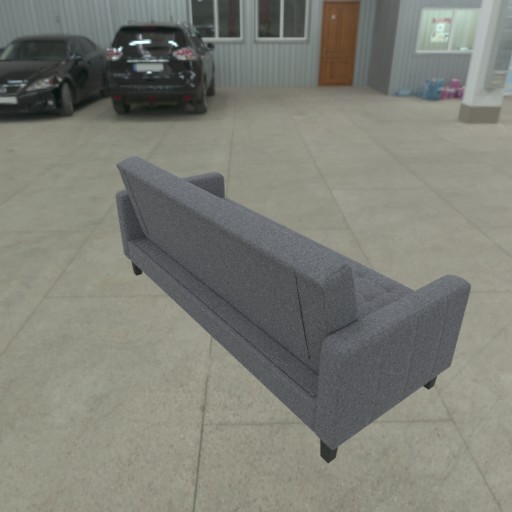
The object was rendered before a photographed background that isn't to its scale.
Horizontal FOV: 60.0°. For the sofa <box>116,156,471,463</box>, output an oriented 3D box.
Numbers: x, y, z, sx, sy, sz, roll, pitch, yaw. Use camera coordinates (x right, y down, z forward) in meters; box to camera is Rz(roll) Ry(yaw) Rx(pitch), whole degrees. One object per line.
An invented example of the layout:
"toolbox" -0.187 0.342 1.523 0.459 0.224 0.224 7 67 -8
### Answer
"sofa" 0.000 0.000 2.451 0.810 0.850 2.040 -19 33 -32
